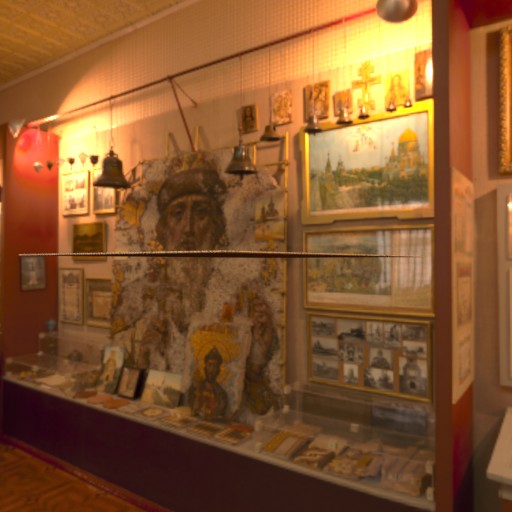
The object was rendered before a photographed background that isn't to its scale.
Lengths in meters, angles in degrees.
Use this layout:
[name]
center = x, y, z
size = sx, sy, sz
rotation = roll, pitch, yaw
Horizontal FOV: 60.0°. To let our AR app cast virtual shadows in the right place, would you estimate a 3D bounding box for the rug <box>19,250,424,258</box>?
[rug]
center = 0.000, 0.000, 3.009
size = 1.519, 0.007, 2.428
rotation = 0, -1, 37
